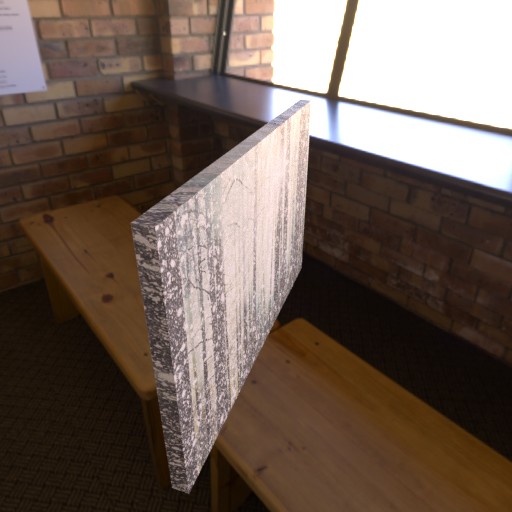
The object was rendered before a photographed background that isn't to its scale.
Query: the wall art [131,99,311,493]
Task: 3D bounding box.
[{"bbox_3d":[0.000,0.000,1.124,0.038,0.598,0.919,10,31,17],"label":"wall art"}]
